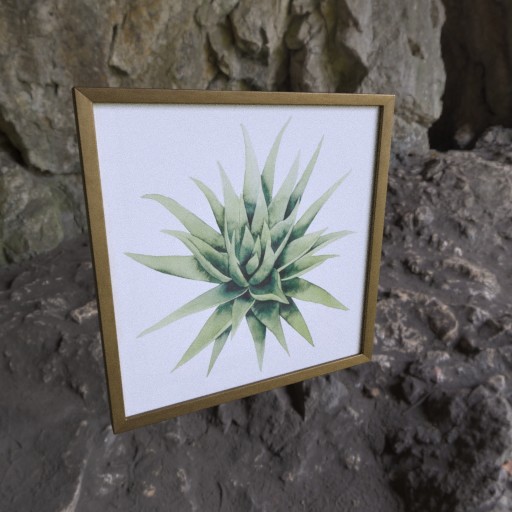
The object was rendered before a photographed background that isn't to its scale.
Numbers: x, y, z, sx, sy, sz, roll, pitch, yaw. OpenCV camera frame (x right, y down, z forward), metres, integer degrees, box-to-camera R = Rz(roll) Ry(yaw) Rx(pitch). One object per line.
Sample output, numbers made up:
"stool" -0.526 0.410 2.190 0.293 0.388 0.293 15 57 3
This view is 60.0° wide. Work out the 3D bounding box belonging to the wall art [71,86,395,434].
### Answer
"wall art" 0.000 0.000 0.727 0.503 0.506 0.030 -8 19 -24
